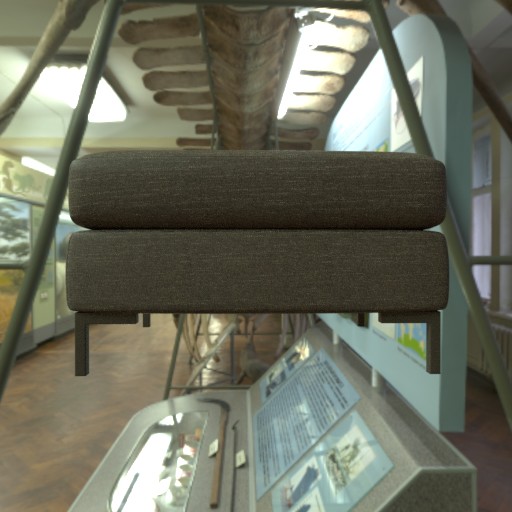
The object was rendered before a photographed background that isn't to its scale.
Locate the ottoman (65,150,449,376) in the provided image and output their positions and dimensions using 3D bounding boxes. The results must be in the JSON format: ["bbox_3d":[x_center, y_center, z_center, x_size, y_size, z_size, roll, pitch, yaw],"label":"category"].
[{"bbox_3d":[0.000,0.000,1.232,0.820,0.490,0.671,0,0,-1],"label":"ottoman"}]
